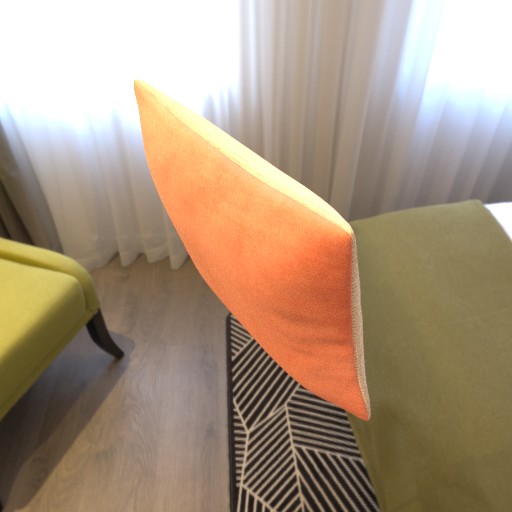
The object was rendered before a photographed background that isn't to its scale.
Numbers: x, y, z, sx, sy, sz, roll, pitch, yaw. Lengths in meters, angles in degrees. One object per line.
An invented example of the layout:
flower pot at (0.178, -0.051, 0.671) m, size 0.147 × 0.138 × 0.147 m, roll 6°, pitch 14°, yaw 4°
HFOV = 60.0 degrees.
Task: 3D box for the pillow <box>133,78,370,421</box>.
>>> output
pillow at (0.000, 0.000, 0.631) m, size 0.177 × 0.401 × 0.424 m, roll -24°, pitch 46°, yaw -26°
